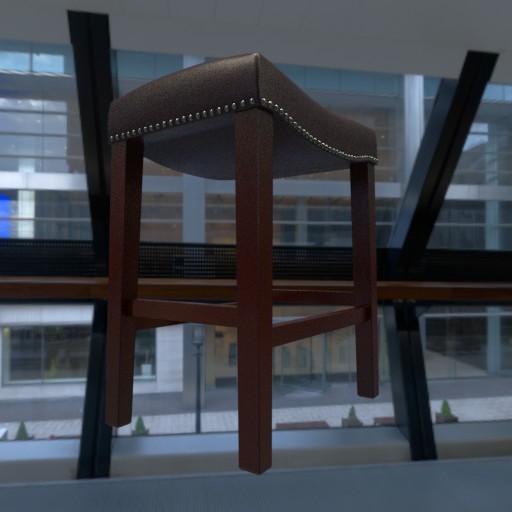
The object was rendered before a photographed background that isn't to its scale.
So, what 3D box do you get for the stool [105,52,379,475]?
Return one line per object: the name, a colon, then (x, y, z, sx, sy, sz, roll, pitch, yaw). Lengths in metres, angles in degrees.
stool: (0.000, 0.000, 0.960, 0.372, 0.657, 0.504, -1, -1, 35)
